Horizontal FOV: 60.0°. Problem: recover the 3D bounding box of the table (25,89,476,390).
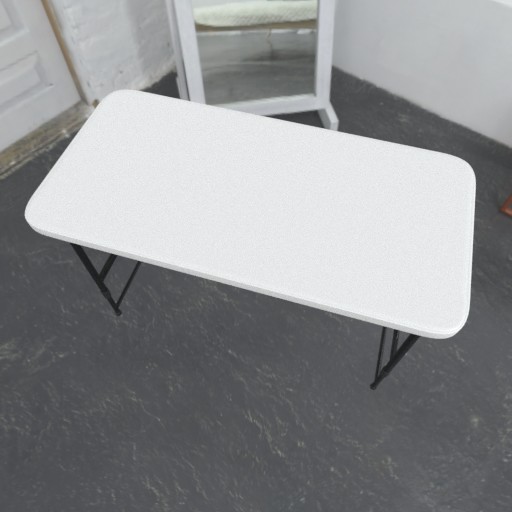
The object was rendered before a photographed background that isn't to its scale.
[{"bbox_3d":[0.000,0.000,1.596,1.219,0.737,0.610,14,59,9],"label":"table"}]
